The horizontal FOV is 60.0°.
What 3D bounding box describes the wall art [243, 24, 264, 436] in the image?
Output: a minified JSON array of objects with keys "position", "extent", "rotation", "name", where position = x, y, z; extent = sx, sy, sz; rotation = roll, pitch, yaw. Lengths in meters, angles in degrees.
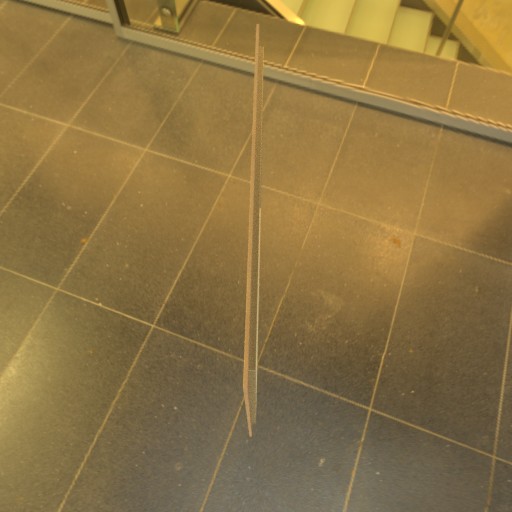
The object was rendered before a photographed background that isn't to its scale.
[{"position":[0.000,0.000,1.665],"extent":[0.025,1.067,1.168],"rotation":[1,63,1],"name":"wall art"}]
